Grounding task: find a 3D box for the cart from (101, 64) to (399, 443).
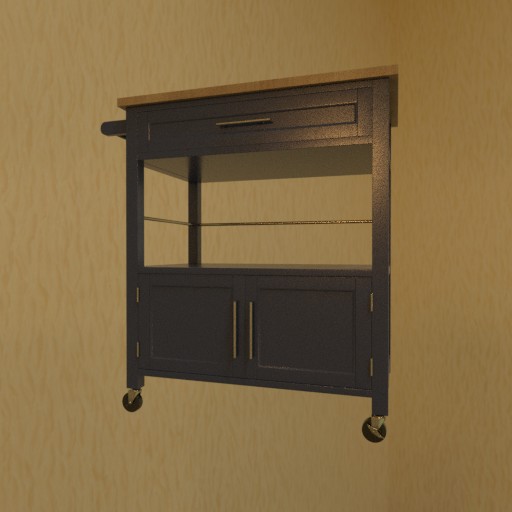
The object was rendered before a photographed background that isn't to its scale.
[{"bbox_3d":[0.000,0.000,1.378,0.840,0.901,0.459,0,0,18],"label":"cart"}]
